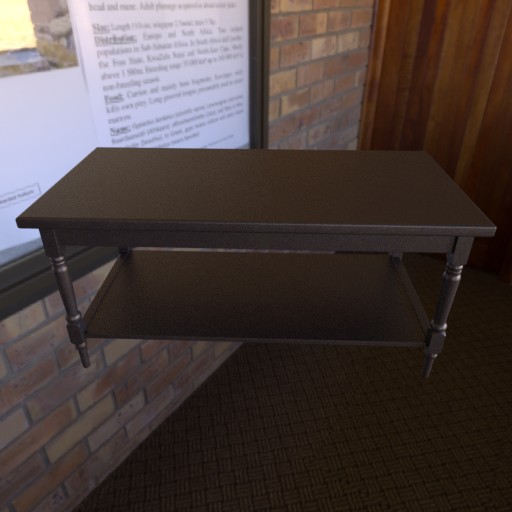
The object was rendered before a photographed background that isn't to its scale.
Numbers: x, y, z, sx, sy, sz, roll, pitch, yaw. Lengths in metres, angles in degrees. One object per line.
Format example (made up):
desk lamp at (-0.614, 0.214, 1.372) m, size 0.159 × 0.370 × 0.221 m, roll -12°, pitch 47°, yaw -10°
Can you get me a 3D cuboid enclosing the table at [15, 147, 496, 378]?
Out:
table at (0.000, 0.000, 1.382) m, size 1.107 × 0.510 × 0.550 m, roll 1°, pitch 31°, yaw 2°
